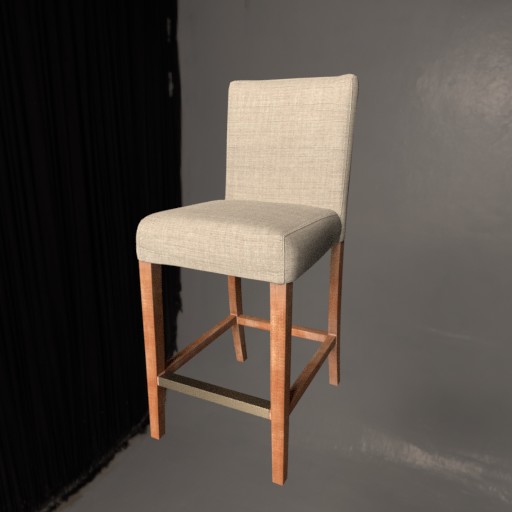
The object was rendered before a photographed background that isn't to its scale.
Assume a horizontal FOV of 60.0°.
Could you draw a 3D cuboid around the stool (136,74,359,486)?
[{"bbox_3d":[0.000,0.000,1.318,0.454,1.039,0.567,8,17,25],"label":"stool"}]
